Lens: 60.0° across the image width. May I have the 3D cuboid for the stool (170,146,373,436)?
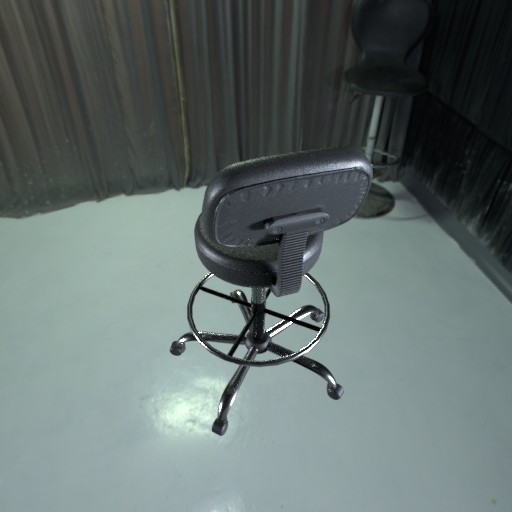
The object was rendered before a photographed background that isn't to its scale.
[{"bbox_3d":[0.000,0.000,1.517,0.694,1.069,0.658,-12,43,-13],"label":"stool"}]
